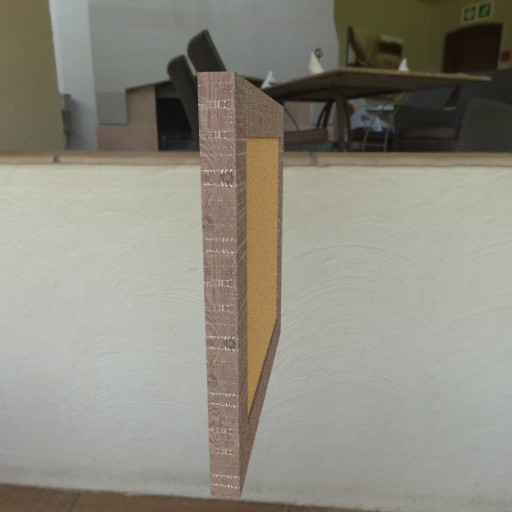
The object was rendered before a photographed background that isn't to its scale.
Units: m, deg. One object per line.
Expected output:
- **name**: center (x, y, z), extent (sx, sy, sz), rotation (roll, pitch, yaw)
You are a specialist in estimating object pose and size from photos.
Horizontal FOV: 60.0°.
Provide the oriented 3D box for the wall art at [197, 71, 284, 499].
- **wall art**: center (0.000, 0.000, 0.778), extent (0.040, 0.531, 0.531), rotation (2, 15, 9)
